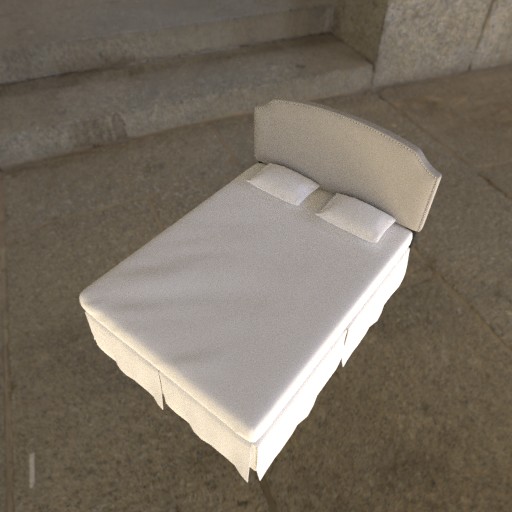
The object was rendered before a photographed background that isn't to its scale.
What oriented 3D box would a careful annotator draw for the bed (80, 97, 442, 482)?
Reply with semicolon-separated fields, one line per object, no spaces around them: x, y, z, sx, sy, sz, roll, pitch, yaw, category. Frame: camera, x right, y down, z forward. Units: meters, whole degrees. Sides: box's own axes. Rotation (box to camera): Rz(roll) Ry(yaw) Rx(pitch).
0.000;0.000;2.989;1.558;1.270;1.999;30;53;25;bed
